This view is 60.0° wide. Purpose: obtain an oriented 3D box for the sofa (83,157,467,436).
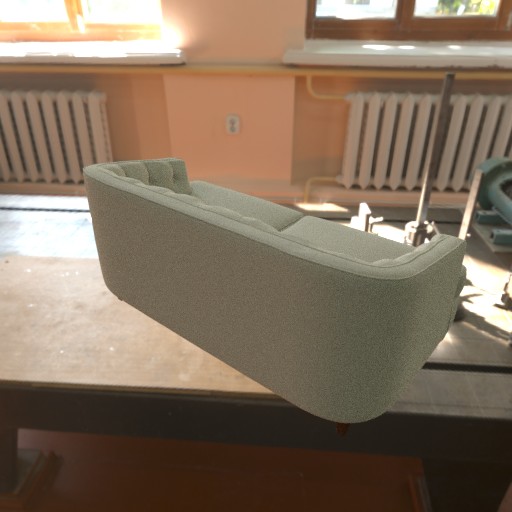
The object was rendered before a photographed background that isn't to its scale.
[{"bbox_3d":[0.000,0.000,2.179,1.733,0.855,0.941,22,36,33],"label":"sofa"}]
